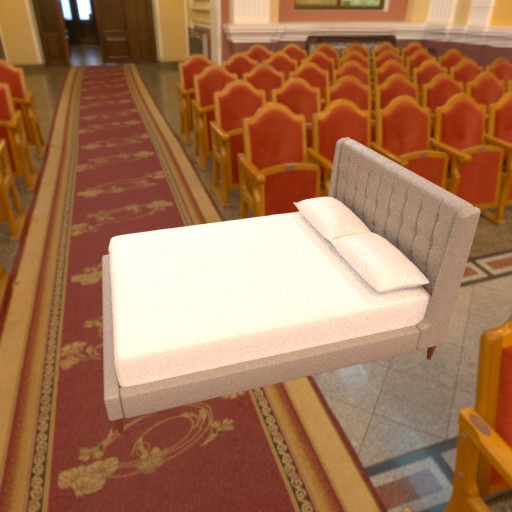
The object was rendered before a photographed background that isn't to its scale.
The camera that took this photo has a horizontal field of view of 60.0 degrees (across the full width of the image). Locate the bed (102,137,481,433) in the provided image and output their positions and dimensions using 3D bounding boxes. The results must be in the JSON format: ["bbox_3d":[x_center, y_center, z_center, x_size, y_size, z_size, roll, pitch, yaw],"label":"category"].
[{"bbox_3d":[0.000,0.000,3.232,2.232,1.147,1.656,-9,31,-15],"label":"bed"}]
